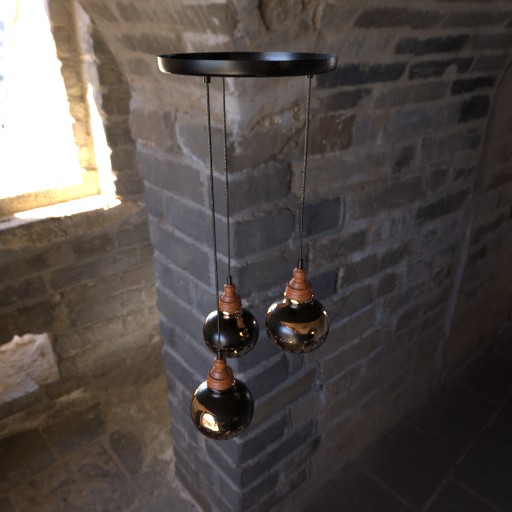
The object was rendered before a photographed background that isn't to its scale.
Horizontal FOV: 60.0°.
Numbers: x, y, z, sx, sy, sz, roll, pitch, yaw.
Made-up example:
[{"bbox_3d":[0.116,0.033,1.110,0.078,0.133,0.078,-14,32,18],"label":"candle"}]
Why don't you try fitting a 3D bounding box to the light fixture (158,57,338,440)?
[{"bbox_3d":[0.000,0.000,1.709,0.605,1.410,0.608,0,27,0],"label":"light fixture"}]
